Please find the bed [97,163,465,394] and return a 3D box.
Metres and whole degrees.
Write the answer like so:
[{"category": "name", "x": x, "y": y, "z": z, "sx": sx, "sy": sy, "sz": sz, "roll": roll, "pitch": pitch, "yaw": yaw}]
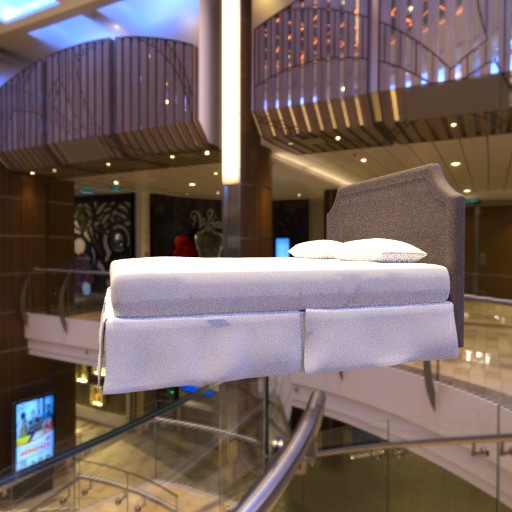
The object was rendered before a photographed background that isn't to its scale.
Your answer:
[{"category": "bed", "x": 0.000, "y": 0.000, "z": 4.109, "sx": 2.773, "sy": 1.590, "sz": 2.350, "roll": 0, "pitch": 1, "yaw": -18}]
